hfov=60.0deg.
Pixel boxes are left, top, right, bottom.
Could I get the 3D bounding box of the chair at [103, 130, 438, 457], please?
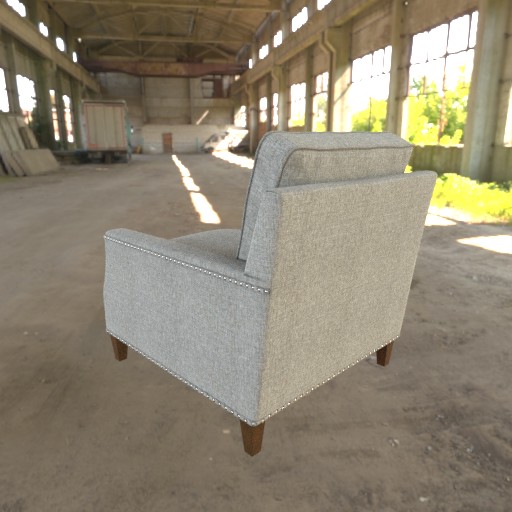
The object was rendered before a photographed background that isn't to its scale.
[{"bbox_3d":[0.000,0.000,1.740,0.853,0.943,1.014,-15,21,-43],"label":"chair"}]
